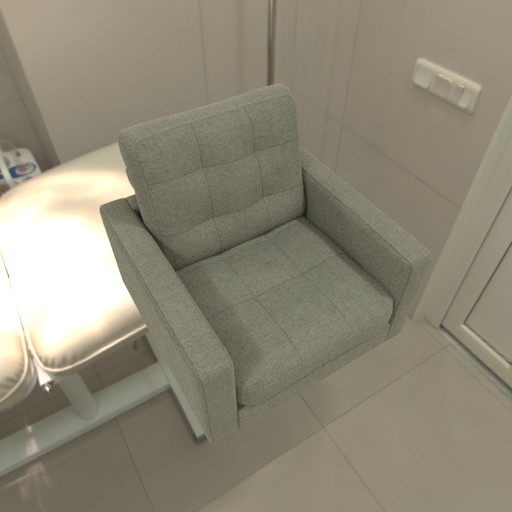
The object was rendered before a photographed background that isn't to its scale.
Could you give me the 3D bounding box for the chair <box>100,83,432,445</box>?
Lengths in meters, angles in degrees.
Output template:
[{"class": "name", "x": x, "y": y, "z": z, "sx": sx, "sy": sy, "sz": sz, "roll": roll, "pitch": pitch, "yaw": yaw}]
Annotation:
[{"class": "chair", "x": 0.000, "y": 0.000, "z": 1.546, "sx": 0.821, "sy": 0.880, "sz": 0.843, "roll": -24, "pitch": 51, "yaw": -21}]
